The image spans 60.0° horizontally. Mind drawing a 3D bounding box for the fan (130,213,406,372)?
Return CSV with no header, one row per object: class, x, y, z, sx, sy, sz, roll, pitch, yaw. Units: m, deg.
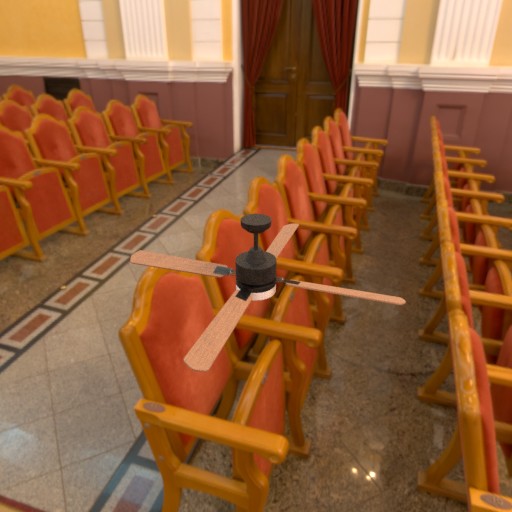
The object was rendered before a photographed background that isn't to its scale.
fan,0.000,0.000,1.992,1.320,0.355,1.320,9,28,17
